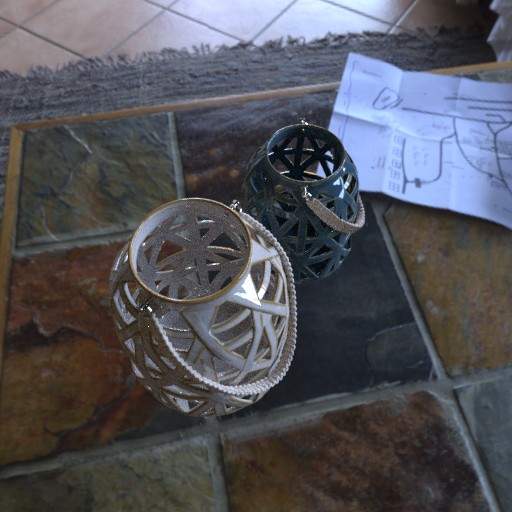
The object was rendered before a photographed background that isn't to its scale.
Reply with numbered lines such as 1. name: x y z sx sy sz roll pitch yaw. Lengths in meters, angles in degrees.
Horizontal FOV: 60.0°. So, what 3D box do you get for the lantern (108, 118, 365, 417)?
1. lantern: 0.000 0.000 0.618 0.245 0.307 0.439 31 64 17
